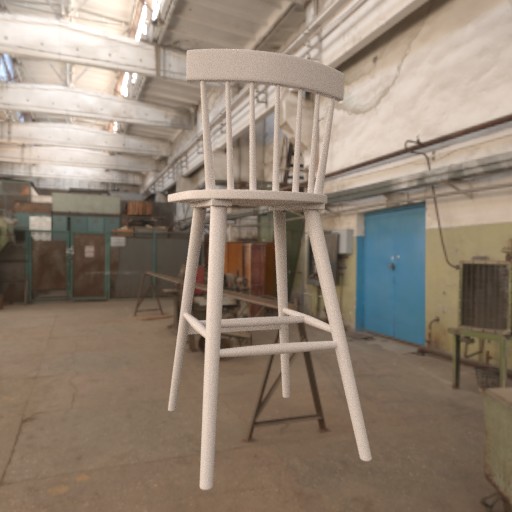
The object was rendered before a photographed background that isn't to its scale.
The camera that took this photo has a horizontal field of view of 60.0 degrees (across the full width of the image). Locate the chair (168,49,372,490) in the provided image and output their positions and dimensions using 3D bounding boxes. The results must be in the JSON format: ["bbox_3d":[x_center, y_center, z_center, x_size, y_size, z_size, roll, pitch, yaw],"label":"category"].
[{"bbox_3d":[0.000,0.000,1.368,0.483,1.092,0.572,0,0,-19],"label":"chair"}]
